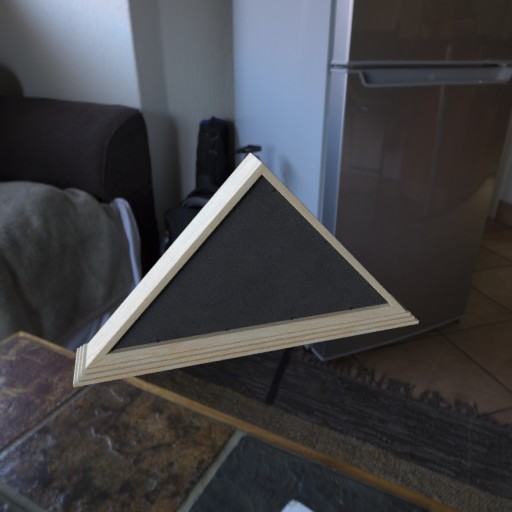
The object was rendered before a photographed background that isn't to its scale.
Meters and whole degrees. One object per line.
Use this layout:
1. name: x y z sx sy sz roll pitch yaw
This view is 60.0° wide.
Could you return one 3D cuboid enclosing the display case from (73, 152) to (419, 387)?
1. display case: 0.000 0.000 0.760 0.640 0.340 0.095 -7 27 -14
